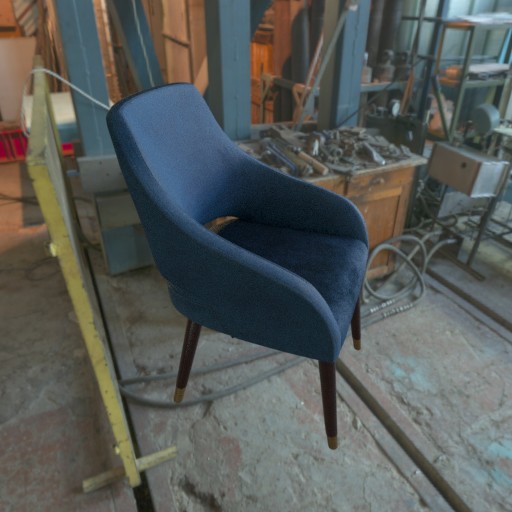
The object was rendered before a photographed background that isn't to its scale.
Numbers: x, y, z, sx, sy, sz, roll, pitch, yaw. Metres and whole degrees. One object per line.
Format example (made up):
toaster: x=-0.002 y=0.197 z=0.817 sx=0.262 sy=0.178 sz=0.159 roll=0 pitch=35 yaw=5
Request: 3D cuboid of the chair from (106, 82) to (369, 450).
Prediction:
chair: x=0.000 y=0.000 z=1.581 sx=0.794 sy=1.081 sz=0.683 roll=11 pitch=33 yaw=17
